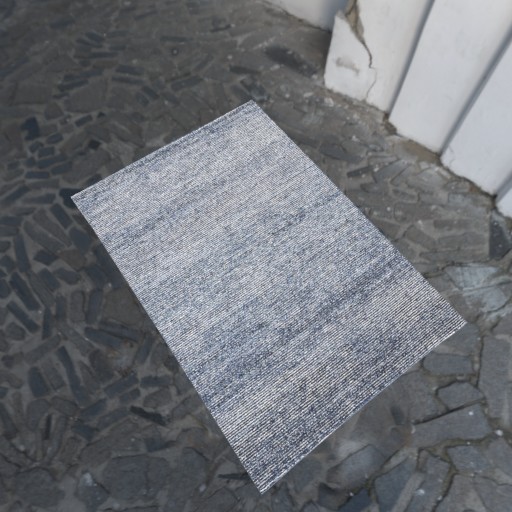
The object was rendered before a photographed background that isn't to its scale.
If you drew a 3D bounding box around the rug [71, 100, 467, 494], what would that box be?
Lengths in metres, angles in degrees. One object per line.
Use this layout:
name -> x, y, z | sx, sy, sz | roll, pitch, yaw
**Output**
rug -> 0.000, 0.000, 3.005 | 1.624, 0.030, 2.349 | -33, 69, -15
